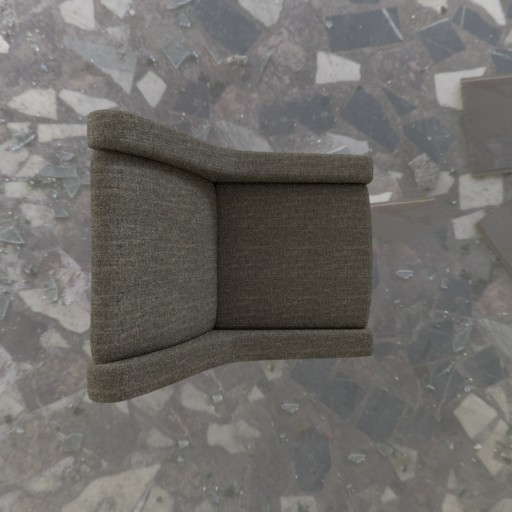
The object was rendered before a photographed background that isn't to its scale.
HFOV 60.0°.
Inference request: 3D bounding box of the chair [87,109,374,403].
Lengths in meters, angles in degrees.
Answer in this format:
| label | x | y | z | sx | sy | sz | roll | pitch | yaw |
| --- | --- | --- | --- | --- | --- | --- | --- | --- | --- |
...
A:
| label | x | y | z | sx | sy | sz | roll | pitch | yaw |
| --- | --- | --- | --- | --- | --- | --- | --- | --- | --- |
| chair | 0.000 | 0.000 | 1.683 | 0.944 | 1.012 | 0.793 | 0 | 90 | -2 |
